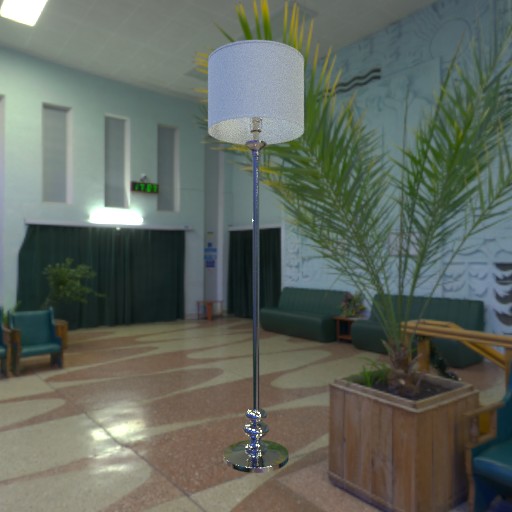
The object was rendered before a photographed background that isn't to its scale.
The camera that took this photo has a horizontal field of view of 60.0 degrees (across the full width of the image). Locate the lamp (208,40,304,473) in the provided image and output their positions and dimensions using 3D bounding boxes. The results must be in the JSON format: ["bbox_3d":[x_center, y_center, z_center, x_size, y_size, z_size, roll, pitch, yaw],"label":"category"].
[{"bbox_3d":[0.000,0.000,1.644,0.356,1.487,0.356,0,-1,-35],"label":"lamp"}]
